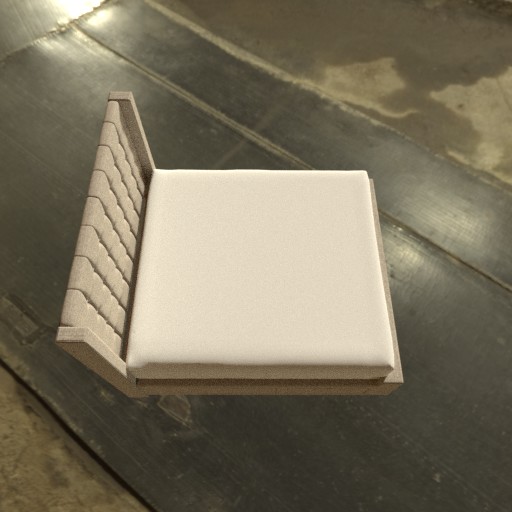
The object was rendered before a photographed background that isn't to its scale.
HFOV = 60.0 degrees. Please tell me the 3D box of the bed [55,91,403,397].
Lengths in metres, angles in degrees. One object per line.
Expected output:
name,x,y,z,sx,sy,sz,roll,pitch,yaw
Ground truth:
bed,0.000,0.000,3.798,2.372,1.748,2.044,0,62,0
